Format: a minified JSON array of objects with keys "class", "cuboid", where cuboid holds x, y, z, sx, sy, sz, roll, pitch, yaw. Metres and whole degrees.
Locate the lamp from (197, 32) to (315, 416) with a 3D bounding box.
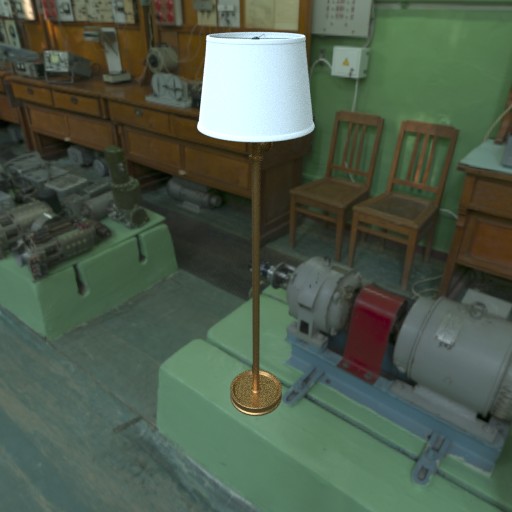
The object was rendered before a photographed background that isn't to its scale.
[{"class":"lamp","cuboid":[0.000,0.000,0.796,0.178,0.710,0.178,0,30,0]}]
